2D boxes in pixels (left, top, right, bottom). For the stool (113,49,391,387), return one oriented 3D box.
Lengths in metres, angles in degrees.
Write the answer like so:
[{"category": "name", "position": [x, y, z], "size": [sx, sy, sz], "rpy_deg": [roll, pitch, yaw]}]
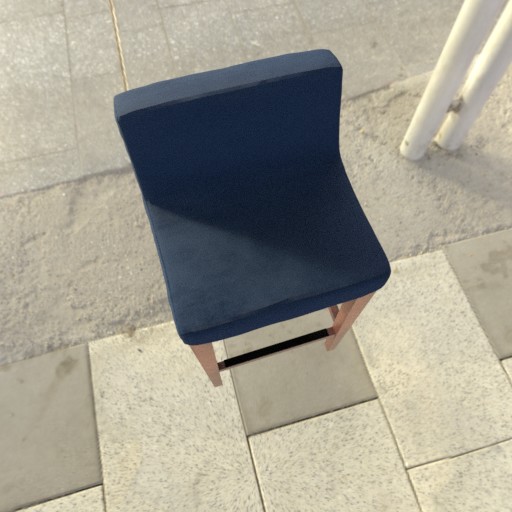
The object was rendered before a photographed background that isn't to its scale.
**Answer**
[{"category": "stool", "position": [0.000, 0.000, 1.284], "size": [0.511, 0.945, 0.516], "rpy_deg": [-16, 65, -8]}]
